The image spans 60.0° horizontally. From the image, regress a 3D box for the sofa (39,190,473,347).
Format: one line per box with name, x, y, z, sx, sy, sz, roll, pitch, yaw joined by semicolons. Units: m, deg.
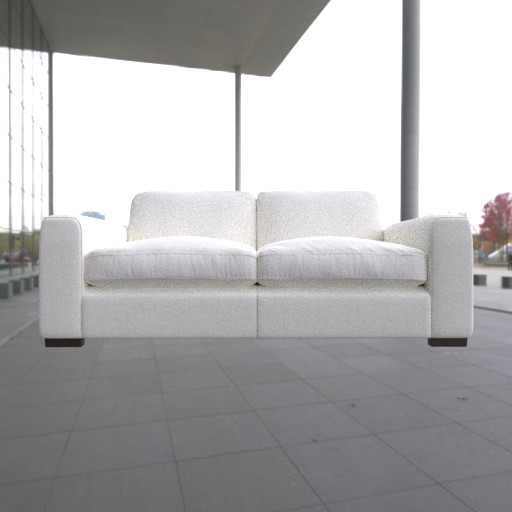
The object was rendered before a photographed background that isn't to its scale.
sofa;0.000;0.000;2.444;1.920;0.801;1.069;0;0;0
